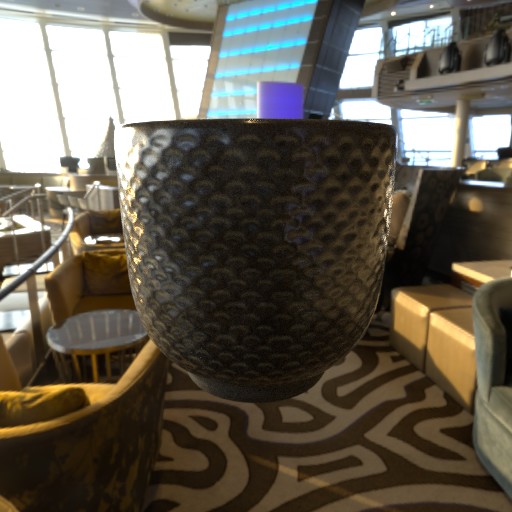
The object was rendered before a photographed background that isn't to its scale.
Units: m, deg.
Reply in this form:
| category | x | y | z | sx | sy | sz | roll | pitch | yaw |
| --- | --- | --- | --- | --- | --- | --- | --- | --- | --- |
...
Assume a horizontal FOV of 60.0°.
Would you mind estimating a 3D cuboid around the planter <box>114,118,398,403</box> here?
| category | x | y | z | sx | sy | sz | roll | pitch | yaw |
| --- | --- | --- | --- | --- | --- | --- | --- | --- | --- |
| planter | 0.000 | 0.000 | 0.342 | 0.197 | 0.191 | 0.197 | 0 | 13 | 0 |
